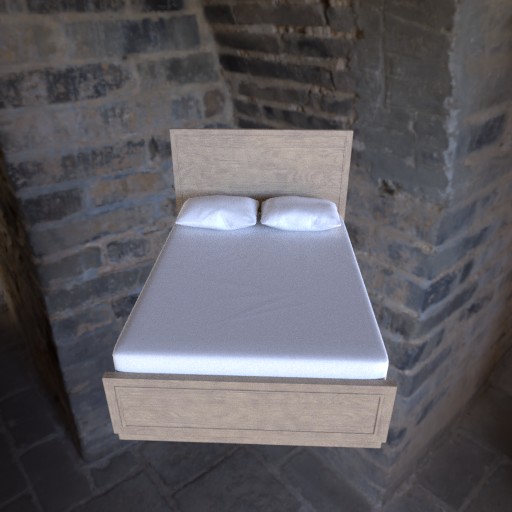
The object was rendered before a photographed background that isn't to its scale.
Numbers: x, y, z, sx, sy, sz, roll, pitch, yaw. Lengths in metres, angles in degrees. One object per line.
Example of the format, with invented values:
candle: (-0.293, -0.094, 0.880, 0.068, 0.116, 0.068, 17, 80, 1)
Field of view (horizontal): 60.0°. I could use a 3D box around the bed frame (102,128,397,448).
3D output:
bed frame: (0.000, 0.000, 3.275, 1.606, 1.369, 2.189, 1, 28, 2)
